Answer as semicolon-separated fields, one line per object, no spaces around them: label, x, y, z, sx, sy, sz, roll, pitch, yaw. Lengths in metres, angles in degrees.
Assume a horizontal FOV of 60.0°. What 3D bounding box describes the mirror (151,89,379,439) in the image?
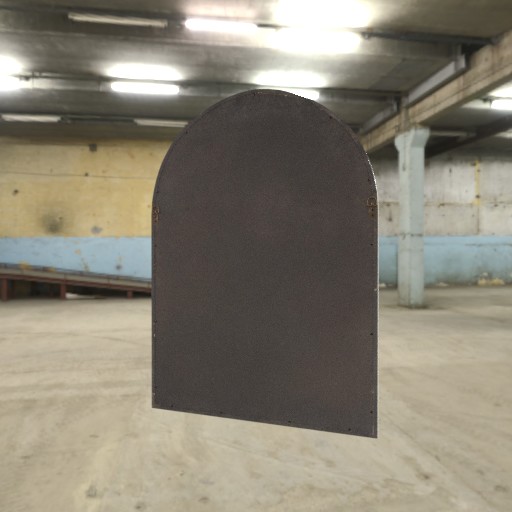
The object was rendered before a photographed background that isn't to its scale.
mirror;0.000;0.000;1.238;0.660;0.920;0.032;0;0;20
